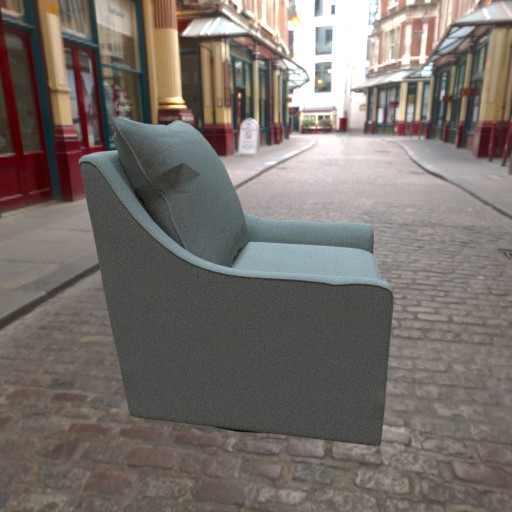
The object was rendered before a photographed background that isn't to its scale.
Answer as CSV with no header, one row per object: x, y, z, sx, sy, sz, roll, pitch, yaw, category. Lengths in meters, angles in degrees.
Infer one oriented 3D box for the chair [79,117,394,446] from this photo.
0.000,0.000,1.563,0.870,0.926,0.760,3,16,10,chair
